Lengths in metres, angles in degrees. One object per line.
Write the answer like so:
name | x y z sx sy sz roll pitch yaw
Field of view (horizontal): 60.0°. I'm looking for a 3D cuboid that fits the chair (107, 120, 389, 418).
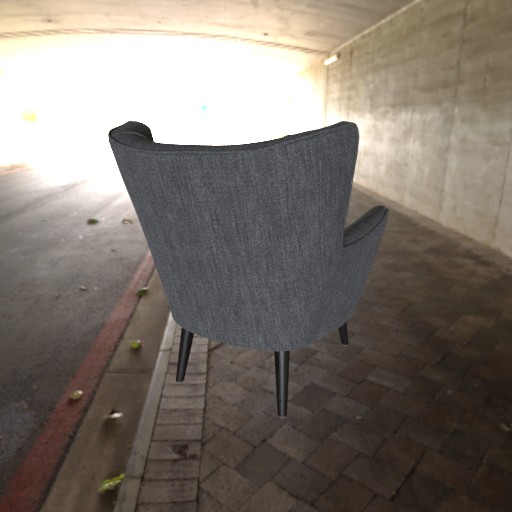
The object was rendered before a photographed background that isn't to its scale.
chair | 0.000 0.000 1.594 0.781 0.933 0.888 9 19 27
